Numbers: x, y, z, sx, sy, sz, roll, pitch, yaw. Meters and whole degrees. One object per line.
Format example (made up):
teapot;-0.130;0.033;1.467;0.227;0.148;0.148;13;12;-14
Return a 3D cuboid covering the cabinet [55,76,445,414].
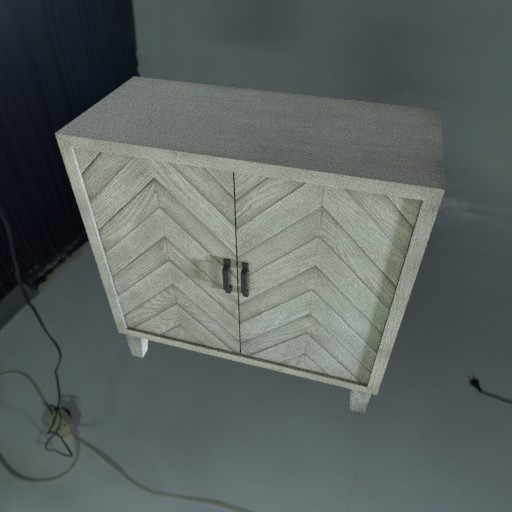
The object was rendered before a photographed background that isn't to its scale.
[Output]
cabinet;0.000;0.000;1.235;0.781;0.787;0.370;11;42;12
